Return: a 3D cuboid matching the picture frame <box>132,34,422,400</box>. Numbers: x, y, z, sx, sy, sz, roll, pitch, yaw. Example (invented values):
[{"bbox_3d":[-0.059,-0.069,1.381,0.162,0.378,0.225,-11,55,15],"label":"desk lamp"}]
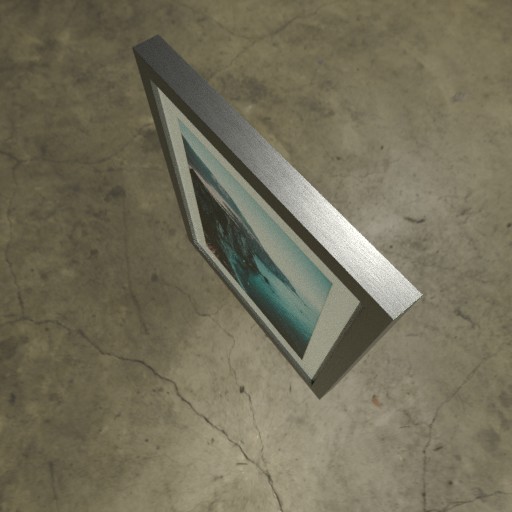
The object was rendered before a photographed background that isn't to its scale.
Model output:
[{"bbox_3d":[0.000,0.000,1.334,0.073,0.968,0.839,-35,69,-16],"label":"picture frame"}]
